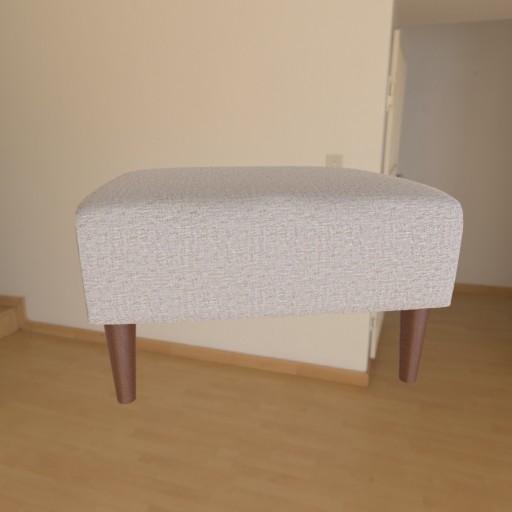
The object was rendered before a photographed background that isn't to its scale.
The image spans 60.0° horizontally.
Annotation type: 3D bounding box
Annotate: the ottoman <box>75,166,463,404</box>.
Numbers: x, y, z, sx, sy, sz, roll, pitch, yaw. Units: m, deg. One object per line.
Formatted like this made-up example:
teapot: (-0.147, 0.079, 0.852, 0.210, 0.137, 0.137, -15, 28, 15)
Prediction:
ottoman: (0.000, 0.000, 1.050, 0.655, 0.399, 0.648, -2, 15, -7)
